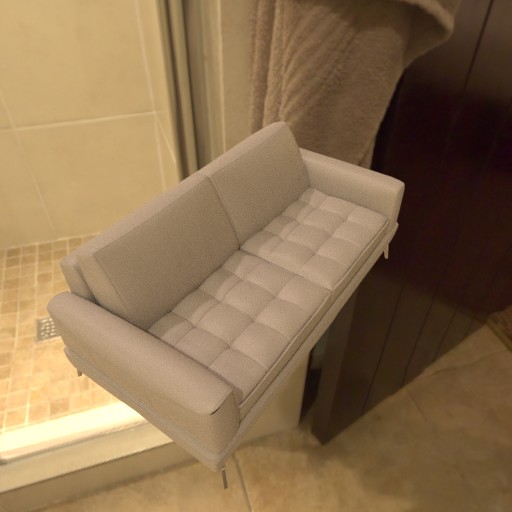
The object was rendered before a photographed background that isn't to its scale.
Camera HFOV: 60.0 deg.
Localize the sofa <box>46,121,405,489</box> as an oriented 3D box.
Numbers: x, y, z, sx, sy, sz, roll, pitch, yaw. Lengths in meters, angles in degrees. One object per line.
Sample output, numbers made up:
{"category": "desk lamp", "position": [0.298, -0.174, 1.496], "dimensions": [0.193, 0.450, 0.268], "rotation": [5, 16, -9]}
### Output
{"category": "sofa", "position": [0.000, 0.000, 2.710], "dimensions": [1.121, 0.930, 2.177], "rotation": [25, 47, 26]}
